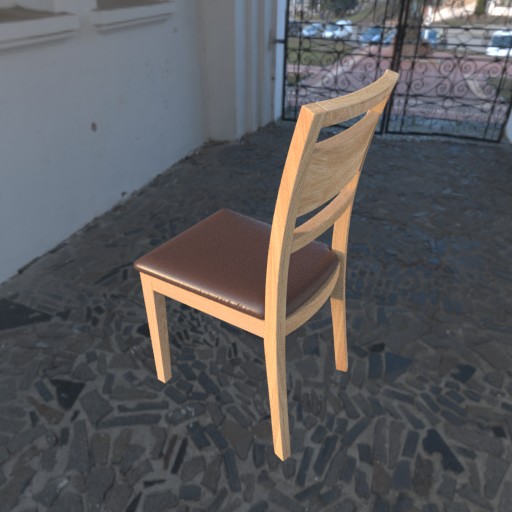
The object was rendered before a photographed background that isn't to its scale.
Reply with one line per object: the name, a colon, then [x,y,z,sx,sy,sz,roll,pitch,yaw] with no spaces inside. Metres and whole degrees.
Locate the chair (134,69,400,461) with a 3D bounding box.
chair: [0.000,0.000,1.208,0.545,0.940,0.420,20,38,28]
